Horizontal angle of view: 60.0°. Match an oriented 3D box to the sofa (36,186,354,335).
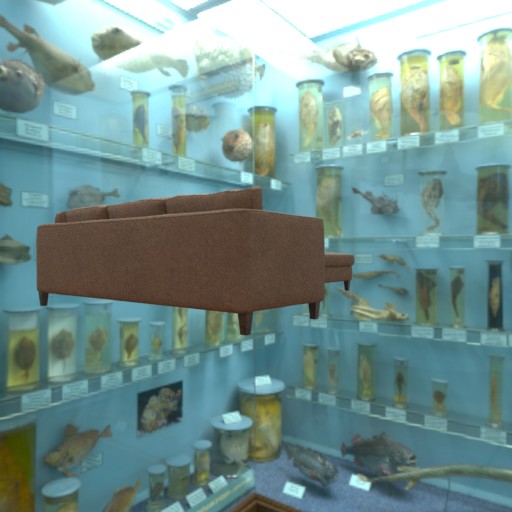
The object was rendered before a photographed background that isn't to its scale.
[{"bbox_3d":[0.000,0.000,4.701,2.593,0.923,3.460,0,0,38],"label":"sofa"}]
